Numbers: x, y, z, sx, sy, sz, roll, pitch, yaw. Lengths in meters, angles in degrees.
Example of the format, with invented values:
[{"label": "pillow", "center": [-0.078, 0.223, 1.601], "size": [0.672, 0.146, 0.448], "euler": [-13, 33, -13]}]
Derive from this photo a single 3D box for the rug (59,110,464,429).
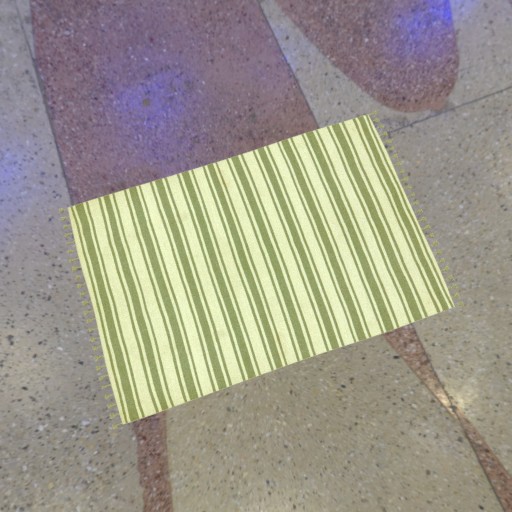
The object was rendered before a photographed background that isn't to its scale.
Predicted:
[{"label": "rug", "center": [0.000, 0.000, 3.036], "size": [2.435, 0.018, 1.540], "euler": [-18, 77, -4]}]
